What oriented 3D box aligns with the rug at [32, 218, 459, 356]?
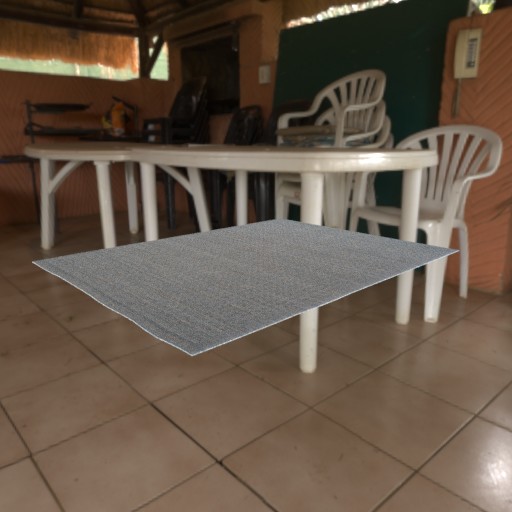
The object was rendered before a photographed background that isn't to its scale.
[{"bbox_3d":[0.000,0.000,4.158,3.200,0.007,2.443,-14,20,-41],"label":"rug"}]
